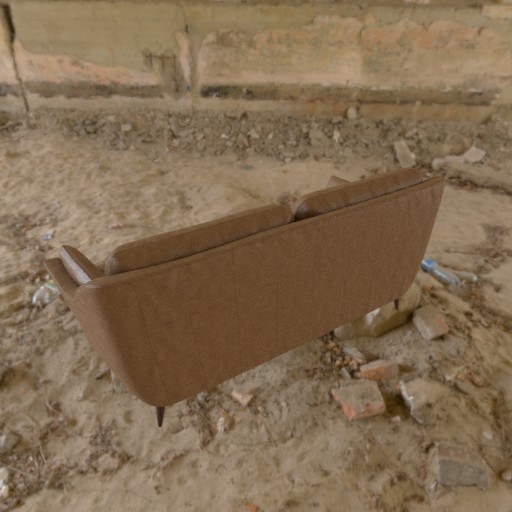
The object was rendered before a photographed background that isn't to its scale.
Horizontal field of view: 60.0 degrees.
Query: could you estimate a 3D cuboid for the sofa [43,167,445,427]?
[{"bbox_3d":[0.000,0.000,2.316,1.902,0.839,0.904,-19,35,-28],"label":"sofa"}]
